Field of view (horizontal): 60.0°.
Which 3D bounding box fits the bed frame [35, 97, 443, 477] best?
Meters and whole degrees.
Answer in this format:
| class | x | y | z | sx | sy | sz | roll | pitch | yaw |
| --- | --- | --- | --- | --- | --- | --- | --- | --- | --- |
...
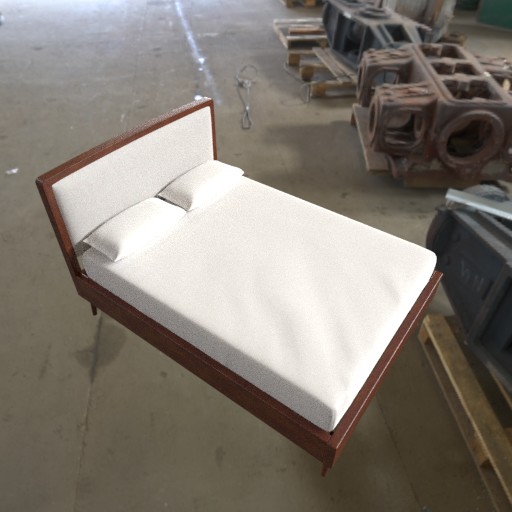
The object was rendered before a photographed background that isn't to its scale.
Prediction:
| class | x | y | z | sx | sy | sz | roll | pitch | yaw |
| --- | --- | --- | --- | --- | --- | --- | --- | --- | --- |
| bed frame | 0.000 | 0.000 | 3.081 | 2.171 | 1.279 | 1.587 | 26 | 48 | 26 |
